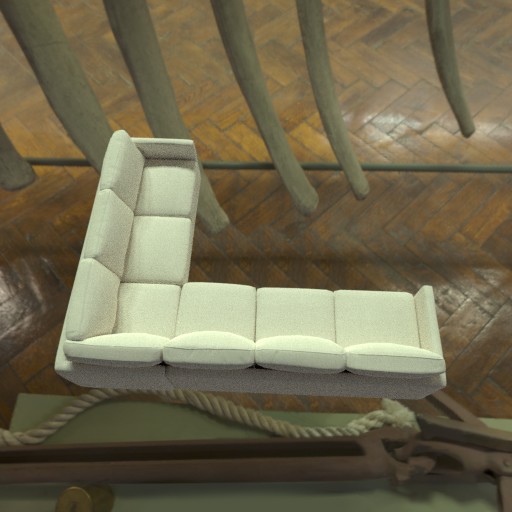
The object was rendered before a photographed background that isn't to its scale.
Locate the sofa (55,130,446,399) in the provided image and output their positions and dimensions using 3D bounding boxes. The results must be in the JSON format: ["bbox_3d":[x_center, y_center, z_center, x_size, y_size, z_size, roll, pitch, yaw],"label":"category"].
[{"bbox_3d":[0.000,0.000,4.444,3.302,0.947,2.593,2,63,1],"label":"sofa"}]
